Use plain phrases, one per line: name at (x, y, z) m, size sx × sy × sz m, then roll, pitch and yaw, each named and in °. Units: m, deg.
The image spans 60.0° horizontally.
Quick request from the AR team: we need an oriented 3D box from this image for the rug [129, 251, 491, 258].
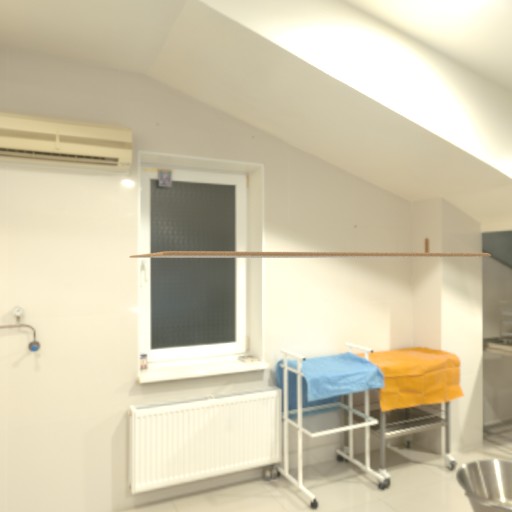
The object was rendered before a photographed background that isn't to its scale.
rug at (0.000, 0.000, 2.065) m, size 1.061 × 0.012 × 1.668 m, roll 0°, pitch 0°, yaw -19°
